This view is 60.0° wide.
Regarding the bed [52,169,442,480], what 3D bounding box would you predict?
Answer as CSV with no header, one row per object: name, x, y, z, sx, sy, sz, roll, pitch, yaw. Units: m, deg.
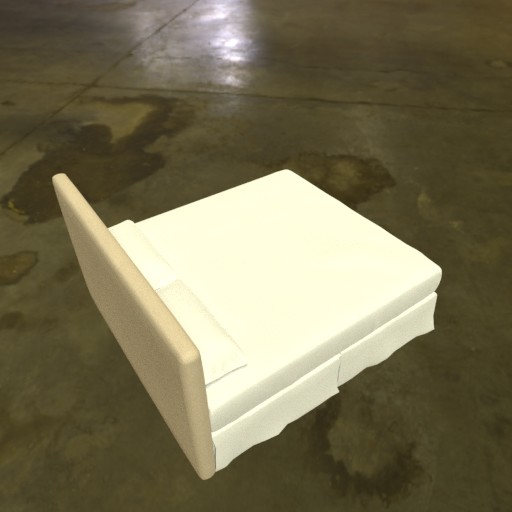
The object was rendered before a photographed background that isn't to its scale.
bed,0.000,0.000,3.541,2.319,1.317,2.119,-25,46,-26
